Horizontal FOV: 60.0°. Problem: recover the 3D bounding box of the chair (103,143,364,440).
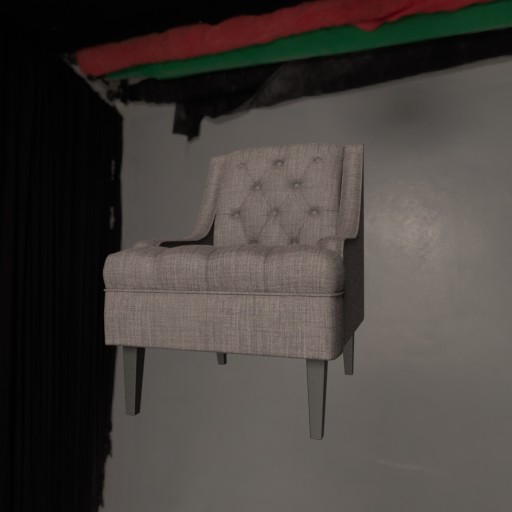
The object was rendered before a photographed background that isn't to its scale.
[{"bbox_3d":[0.000,0.000,1.451,0.655,0.891,0.771,0,-1,19],"label":"chair"}]
